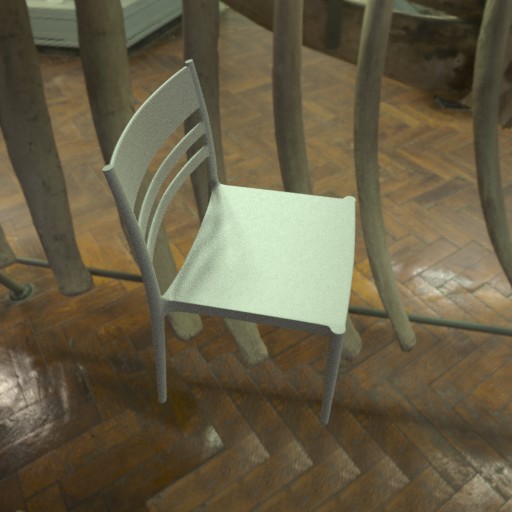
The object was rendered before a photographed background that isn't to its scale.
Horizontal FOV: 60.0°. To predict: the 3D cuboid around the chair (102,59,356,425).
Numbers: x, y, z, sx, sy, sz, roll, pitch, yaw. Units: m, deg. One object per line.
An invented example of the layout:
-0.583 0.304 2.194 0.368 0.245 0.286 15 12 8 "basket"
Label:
0.000 0.000 1.162 0.511 0.800 0.531 8 46 8 "chair"
